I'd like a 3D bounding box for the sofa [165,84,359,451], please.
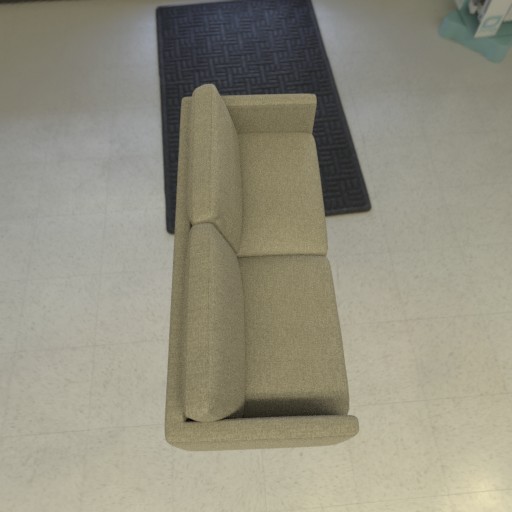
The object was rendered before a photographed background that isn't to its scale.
[{"bbox_3d":[0.000,0.000,2.793,0.956,0.960,2.208,-2,64,-1],"label":"sofa"}]
